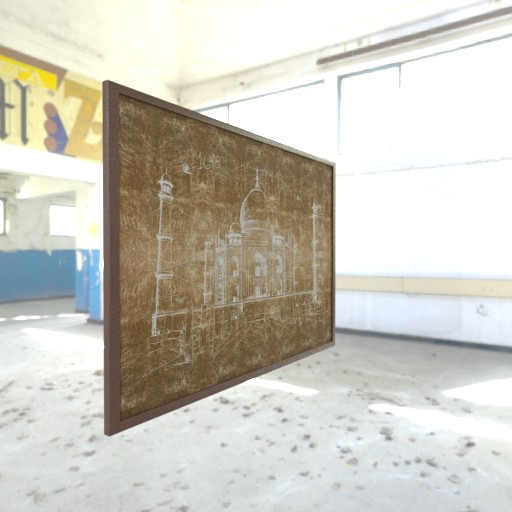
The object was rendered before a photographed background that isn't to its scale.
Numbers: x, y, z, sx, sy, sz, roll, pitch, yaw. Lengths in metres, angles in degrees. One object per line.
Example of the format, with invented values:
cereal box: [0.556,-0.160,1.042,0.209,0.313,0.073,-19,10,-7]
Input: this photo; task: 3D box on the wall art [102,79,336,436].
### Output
wall art: [0.000,0.000,0.836,0.014,0.455,0.660,1,1,36]
